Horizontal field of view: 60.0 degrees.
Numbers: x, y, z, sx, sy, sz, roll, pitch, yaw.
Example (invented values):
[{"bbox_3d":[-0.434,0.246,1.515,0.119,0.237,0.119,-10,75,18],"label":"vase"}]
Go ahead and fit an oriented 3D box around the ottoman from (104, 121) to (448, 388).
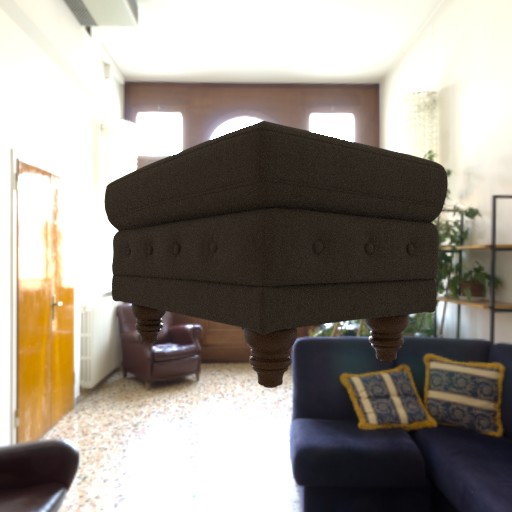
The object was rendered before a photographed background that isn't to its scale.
[{"bbox_3d":[0.000,0.000,1.173,0.569,0.500,0.771,0,-1,-37],"label":"ottoman"}]
